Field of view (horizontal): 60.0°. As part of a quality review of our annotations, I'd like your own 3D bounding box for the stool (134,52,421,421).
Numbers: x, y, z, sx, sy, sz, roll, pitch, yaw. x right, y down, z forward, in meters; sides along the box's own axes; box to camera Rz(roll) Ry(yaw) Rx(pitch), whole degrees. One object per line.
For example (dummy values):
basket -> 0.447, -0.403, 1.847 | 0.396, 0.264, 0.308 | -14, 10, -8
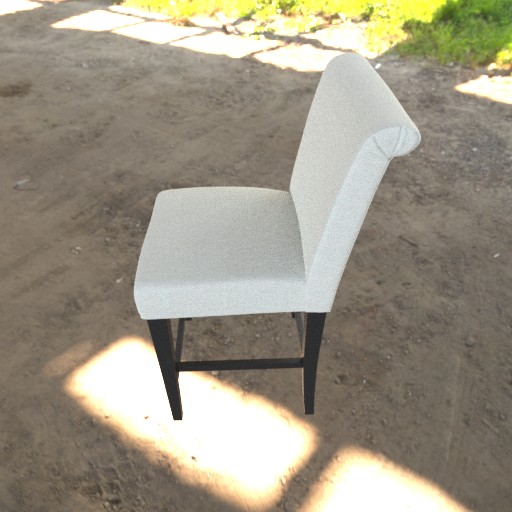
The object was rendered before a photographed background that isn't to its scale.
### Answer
stool -> 0.000, 0.000, 1.267 | 0.597, 0.976, 0.452 | -1, 41, -2
